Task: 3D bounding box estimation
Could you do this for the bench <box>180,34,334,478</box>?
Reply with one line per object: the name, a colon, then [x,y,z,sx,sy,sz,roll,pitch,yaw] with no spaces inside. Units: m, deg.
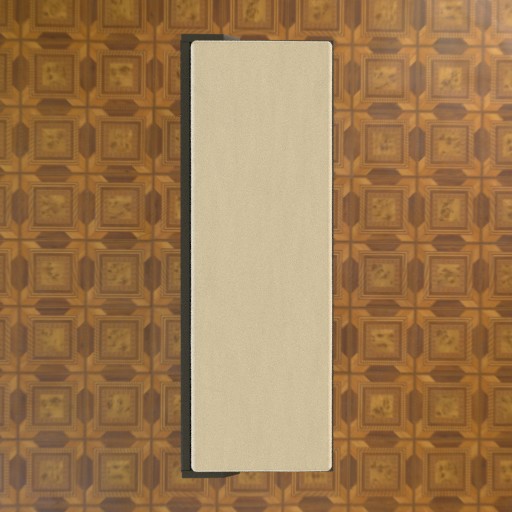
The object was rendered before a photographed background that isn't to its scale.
bench: [0.000,0.000,1.217,0.345,0.561,0.973,0,90,-1]
